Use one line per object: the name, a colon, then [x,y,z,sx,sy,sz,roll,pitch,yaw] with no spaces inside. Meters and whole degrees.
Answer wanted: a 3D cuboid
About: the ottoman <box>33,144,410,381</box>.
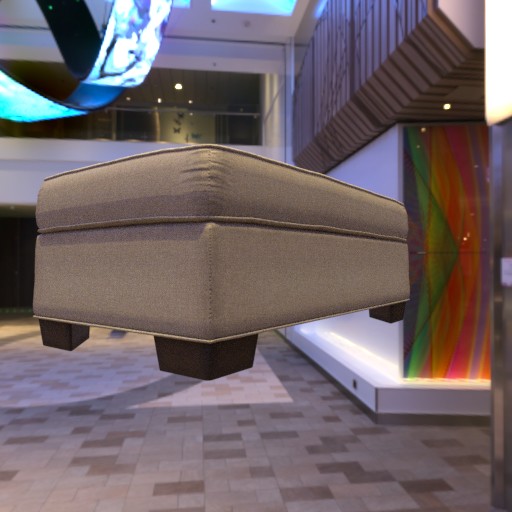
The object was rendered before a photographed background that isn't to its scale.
ottoman: [0.000,0.000,1.380,0.617,0.461,1.097,-1,-1,37]
